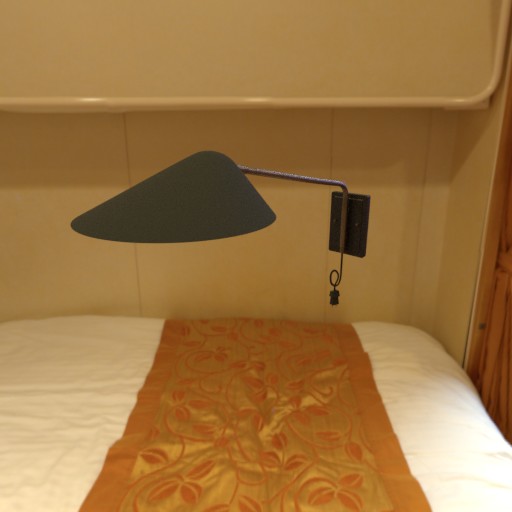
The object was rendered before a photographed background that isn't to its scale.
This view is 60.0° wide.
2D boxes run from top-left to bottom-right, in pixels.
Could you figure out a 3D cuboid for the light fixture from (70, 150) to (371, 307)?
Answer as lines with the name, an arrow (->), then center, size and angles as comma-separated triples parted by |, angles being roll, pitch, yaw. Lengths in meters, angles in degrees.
light fixture -> 0.000, 0.000, 0.655 | 0.240, 0.312, 0.516 | 16, 23, 41
